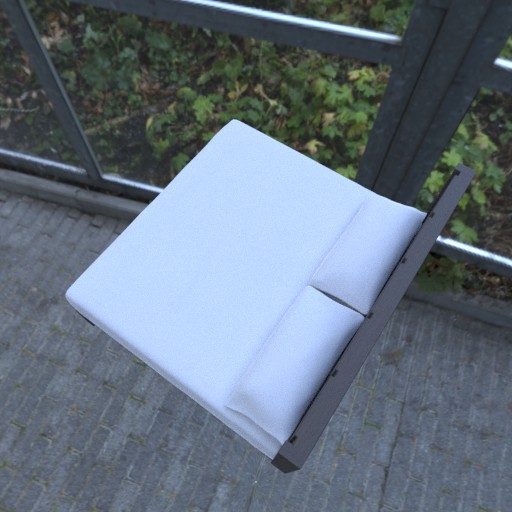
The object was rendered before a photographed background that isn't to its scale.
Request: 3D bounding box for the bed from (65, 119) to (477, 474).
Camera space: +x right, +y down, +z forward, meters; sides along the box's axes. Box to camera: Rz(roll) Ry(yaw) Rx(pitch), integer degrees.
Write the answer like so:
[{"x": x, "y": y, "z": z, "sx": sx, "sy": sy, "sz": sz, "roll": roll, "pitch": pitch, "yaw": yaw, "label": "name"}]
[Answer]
[{"x": 0.000, "y": 0.000, "z": 3.310, "sx": 2.012, "sy": 1.270, "sz": 2.134, "roll": 32, "pitch": 67, "yaw": 15, "label": "bed"}]
